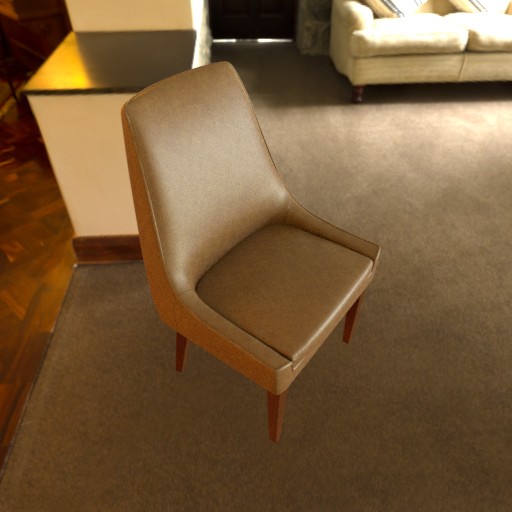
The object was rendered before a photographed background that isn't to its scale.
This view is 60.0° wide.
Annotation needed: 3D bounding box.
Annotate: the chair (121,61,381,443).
[{"bbox_3d":[0.000,0.000,1.217,0.544,0.861,0.529,27,48,27],"label":"chair"}]
